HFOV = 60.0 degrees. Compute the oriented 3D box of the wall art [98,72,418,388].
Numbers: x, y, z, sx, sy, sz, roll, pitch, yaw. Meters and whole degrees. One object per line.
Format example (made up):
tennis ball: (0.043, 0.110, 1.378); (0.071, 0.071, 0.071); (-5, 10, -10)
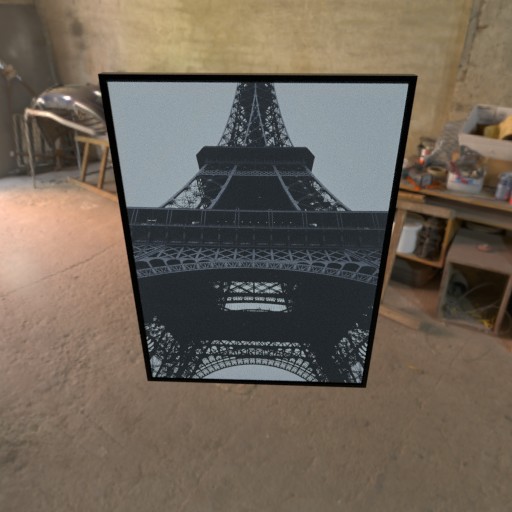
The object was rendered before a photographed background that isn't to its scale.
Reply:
wall art: (0.000, 0.000, 1.388); (0.805, 1.062, 0.040); (1, 29, 2)
